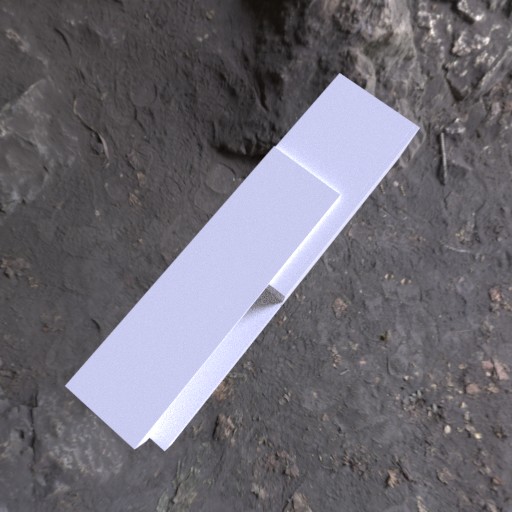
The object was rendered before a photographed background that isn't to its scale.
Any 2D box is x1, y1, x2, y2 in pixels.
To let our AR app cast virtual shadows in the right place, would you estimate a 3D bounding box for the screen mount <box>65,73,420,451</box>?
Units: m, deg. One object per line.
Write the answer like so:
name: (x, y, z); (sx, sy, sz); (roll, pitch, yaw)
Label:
screen mount: (0.000, 0.000, 1.880); (0.420, 0.320, 1.680); (38, 79, 9)
